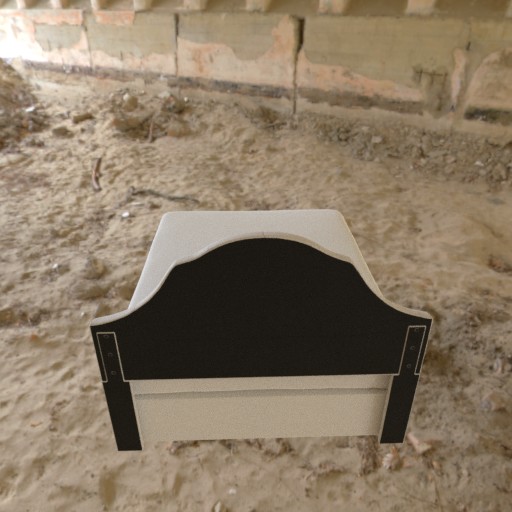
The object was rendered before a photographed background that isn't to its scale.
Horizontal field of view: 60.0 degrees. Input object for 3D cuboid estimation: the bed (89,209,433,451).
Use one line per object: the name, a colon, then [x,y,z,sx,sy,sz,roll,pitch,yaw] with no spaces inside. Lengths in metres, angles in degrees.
bed: [0.000,0.000,3.710,2.039,1.617,2.477,-1,29,-2]
